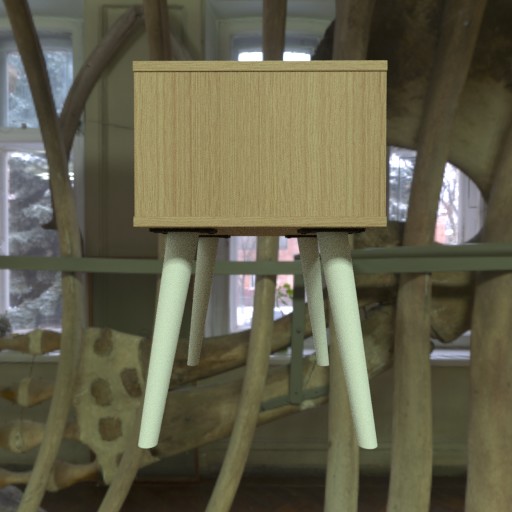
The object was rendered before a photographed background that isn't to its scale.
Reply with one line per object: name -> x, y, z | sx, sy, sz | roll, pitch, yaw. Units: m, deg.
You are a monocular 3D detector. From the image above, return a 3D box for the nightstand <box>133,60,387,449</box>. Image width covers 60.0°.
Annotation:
nightstand -> 0.000, 0.000, 0.971 | 0.407, 0.610, 0.571 | 0, 1, 0
